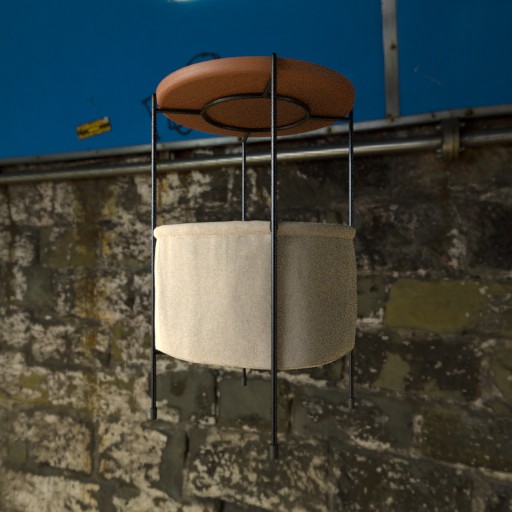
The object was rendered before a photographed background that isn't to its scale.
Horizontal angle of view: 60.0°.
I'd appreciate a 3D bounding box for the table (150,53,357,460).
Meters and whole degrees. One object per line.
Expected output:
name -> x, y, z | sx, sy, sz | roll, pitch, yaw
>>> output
table -> 0.000, 0.000, 0.879 | 0.393, 0.623, 0.393 | 0, 0, 37
